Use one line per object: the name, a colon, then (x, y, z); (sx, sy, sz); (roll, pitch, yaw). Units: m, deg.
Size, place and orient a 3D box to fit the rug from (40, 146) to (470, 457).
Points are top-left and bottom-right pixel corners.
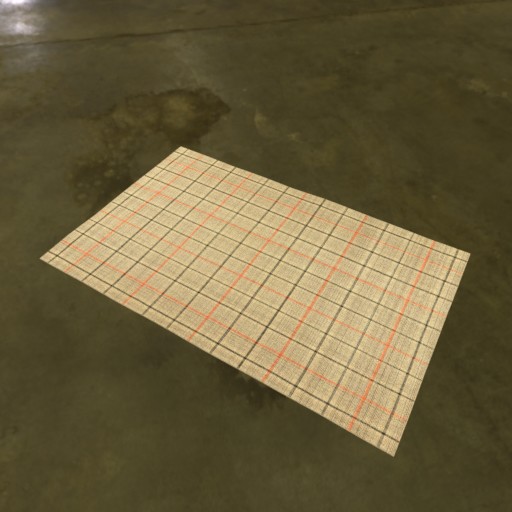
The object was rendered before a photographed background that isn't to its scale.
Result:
rug: (0.000, 0.000, 2.956); (2.439, 0.015, 1.524); (24, 52, 20)
